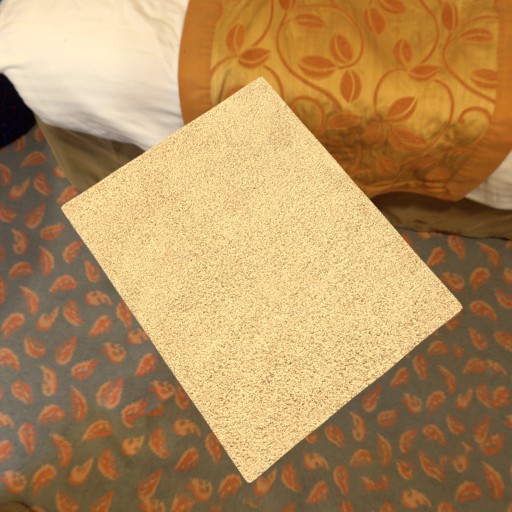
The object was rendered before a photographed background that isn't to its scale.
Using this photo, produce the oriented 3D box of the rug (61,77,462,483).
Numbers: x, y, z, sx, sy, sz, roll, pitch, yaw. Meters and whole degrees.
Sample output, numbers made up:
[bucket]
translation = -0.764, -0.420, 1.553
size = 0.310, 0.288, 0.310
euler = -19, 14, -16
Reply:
[rug]
translation = 0.000, 0.000, 4.153
size = 2.438, 0.029, 3.047
euler = -36, 78, -9
